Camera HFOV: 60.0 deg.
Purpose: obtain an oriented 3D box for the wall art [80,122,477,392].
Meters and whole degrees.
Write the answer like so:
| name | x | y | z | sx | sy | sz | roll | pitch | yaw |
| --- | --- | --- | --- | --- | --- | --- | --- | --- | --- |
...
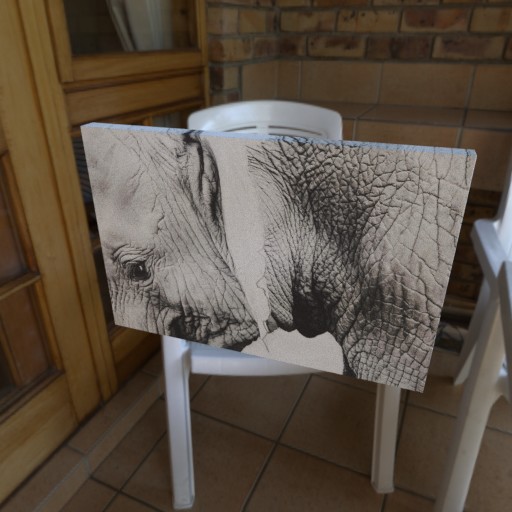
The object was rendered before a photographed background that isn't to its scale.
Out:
| name | x | y | z | sx | sy | sz | roll | pitch | yaw |
| --- | --- | --- | --- | --- | --- | --- | --- | --- | --- |
| wall art | 0.000 | 0.000 | 0.766 | 0.613 | 0.407 | 0.035 | 9 | 28 | 17 |
